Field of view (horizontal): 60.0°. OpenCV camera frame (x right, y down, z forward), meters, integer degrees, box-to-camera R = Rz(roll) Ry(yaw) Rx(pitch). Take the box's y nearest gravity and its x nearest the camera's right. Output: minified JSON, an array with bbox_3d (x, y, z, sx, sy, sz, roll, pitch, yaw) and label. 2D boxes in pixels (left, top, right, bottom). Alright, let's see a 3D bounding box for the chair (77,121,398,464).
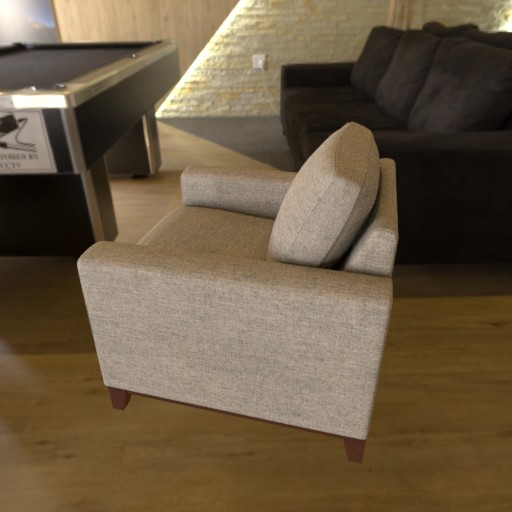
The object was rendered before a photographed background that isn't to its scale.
[{"bbox_3d":[0.000,0.000,1.850,1.038,1.010,1.024,7,31,13],"label":"chair"}]
